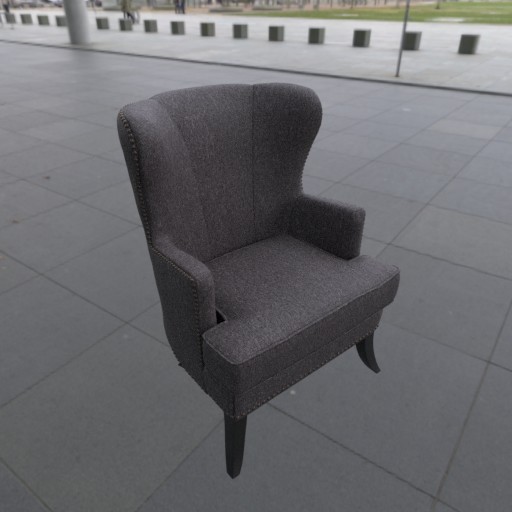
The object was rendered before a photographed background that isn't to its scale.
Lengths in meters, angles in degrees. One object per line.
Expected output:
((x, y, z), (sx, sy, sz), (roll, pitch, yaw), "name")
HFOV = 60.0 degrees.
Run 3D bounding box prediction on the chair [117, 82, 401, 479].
((0.000, 0.000, 1.589), (0.759, 1.060, 0.758), (-22, 37, -33), "chair")
